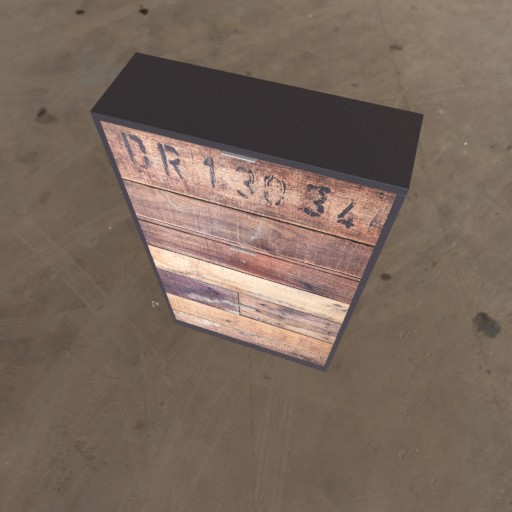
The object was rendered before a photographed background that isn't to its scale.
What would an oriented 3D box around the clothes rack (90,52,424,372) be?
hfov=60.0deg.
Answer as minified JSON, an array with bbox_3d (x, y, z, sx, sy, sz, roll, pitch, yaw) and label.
[{"bbox_3d":[0.000,0.000,1.588,0.750,1.280,0.250,16,60,10],"label":"clothes rack"}]
